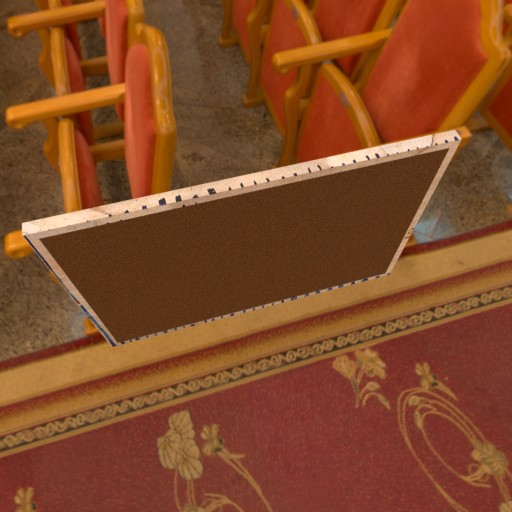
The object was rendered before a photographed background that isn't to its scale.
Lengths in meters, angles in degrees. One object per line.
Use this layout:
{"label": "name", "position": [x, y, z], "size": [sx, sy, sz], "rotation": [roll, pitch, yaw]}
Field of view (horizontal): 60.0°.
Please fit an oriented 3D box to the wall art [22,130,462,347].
{"label": "wall art", "position": [0.000, 0.000, 1.162], "size": [0.919, 0.609, 0.030], "rotation": [-14, 60, -8]}
